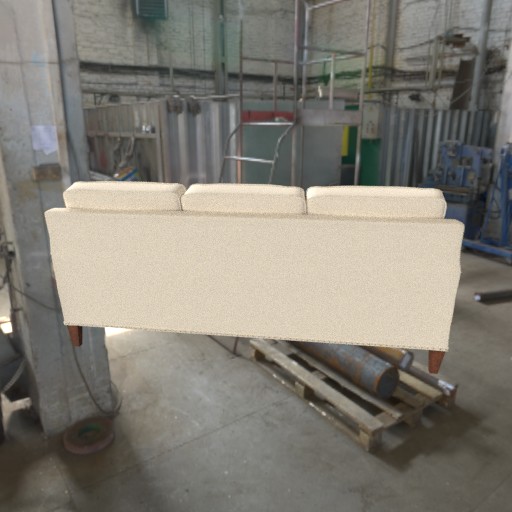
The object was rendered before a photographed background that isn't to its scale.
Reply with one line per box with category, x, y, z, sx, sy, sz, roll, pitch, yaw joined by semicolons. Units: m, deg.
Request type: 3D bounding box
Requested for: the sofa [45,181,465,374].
sofa;0.000;0.000;2.839;2.246;1.003;1.084;2;17;8
